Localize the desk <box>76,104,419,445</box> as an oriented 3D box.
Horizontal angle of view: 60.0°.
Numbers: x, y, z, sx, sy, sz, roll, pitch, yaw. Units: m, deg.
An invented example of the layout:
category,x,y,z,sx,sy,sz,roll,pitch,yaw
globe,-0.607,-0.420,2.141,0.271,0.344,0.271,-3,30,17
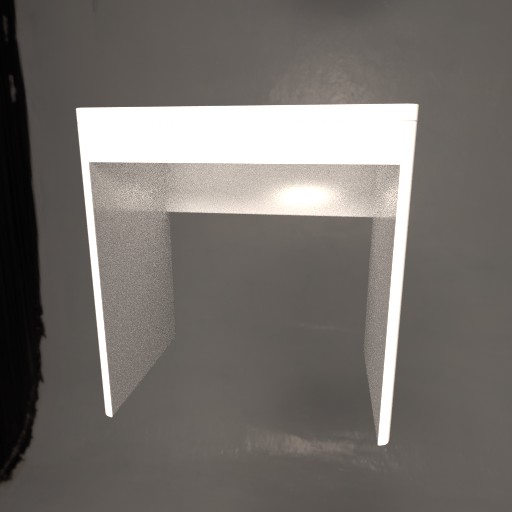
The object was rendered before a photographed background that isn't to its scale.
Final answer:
category,x,y,z,sx,sy,sz,roll,pitch,yaw
desk,0.000,0.000,1.304,0.762,0.800,0.549,2,15,9
